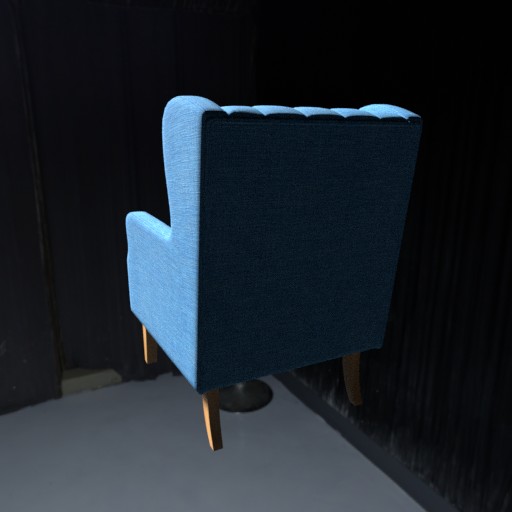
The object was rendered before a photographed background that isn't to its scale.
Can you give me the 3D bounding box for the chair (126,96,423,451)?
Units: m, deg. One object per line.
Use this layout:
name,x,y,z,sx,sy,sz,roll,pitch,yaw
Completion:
chair,0.000,0.000,1.483,0.711,0.952,0.775,-7,16,-25
